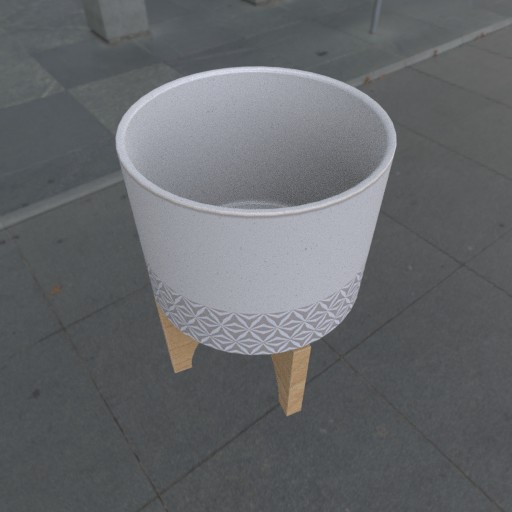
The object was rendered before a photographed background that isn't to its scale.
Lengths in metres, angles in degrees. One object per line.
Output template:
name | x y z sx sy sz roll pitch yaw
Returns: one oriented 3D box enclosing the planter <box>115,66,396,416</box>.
planter | 0.000 0.000 0.396 0.188 0.260 0.188 0 46 0
